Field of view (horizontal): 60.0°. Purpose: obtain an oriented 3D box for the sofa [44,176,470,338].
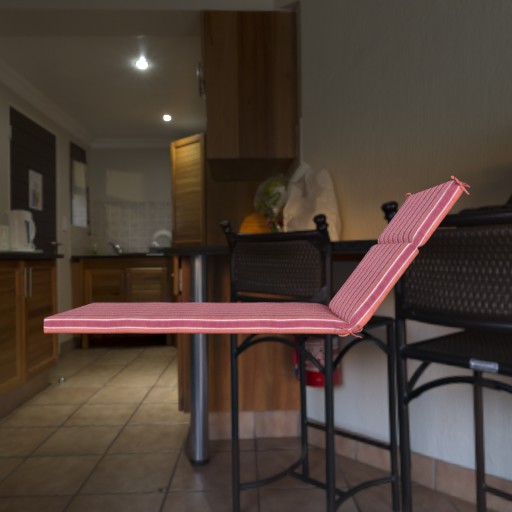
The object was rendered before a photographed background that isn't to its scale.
[{"bbox_3d":[0.000,0.000,1.968,1.663,0.622,0.582,0,1,1],"label":"sofa"}]
